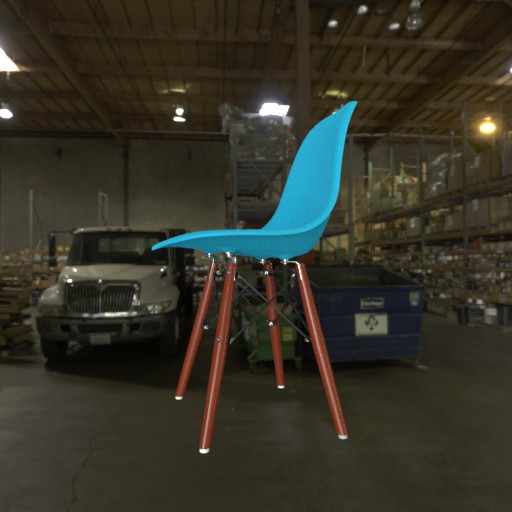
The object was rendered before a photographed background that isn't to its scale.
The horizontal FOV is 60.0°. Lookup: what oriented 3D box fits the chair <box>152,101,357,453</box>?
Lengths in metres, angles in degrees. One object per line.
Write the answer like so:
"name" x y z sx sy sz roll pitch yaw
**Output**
"chair" 0.000 0.000 1.169 0.533 0.826 0.470 0 -1 -18
